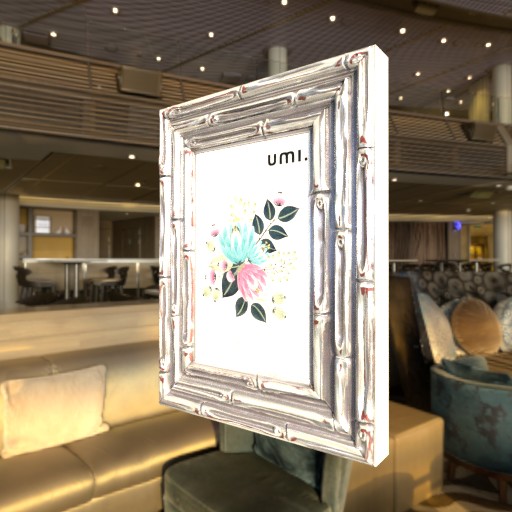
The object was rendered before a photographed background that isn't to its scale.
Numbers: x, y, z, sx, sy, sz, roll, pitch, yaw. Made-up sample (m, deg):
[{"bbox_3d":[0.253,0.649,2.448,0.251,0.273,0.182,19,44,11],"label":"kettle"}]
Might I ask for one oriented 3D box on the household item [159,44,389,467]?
[{"bbox_3d":[0.000,0.000,0.282,0.165,0.216,0.025,-1,-1,37],"label":"household item"}]
